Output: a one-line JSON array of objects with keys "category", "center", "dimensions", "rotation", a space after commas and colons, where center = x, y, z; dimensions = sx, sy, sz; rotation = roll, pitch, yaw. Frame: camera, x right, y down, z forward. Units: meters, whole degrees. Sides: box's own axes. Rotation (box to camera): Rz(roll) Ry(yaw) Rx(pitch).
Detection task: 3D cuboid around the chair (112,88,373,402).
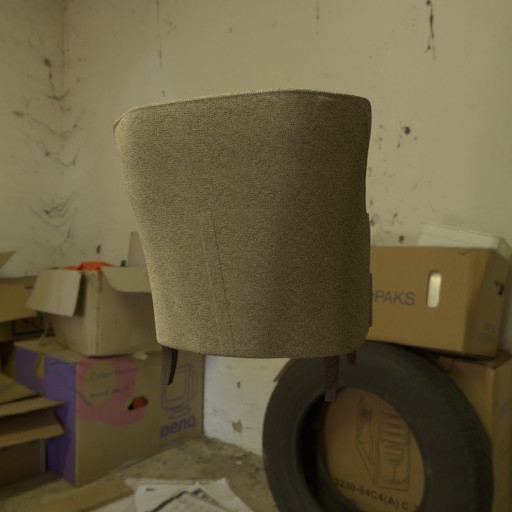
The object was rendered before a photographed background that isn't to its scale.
[{"category": "chair", "center": [0.000, 0.000, 1.655], "dimensions": [0.820, 0.920, 0.910], "rotation": [0, 0, 17]}]
